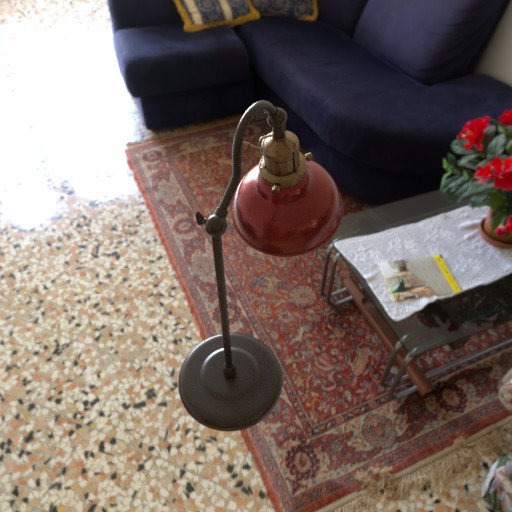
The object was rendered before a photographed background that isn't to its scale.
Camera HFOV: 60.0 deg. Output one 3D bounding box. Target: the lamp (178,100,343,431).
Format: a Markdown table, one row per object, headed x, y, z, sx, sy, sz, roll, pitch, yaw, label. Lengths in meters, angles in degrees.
| x | y | z | sx | sy | sz | roll | pitch | yaw | label |
| --- | --- | --- | --- | --- | --- | --- | --- | --- | --- |
| 0.000 | 0.000 | 0.688 | 0.192 | 0.508 | 0.374 | 24 | 52 | 21 | lamp |
